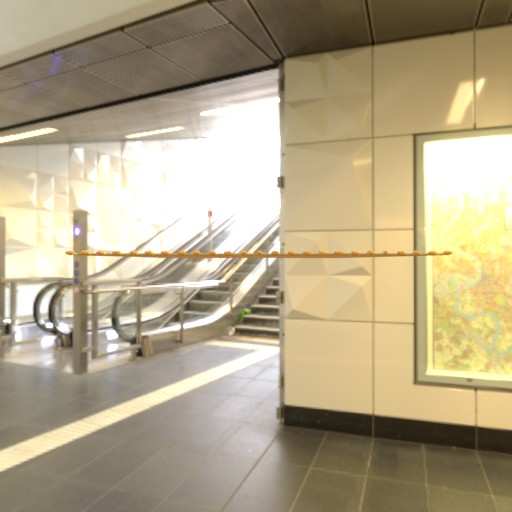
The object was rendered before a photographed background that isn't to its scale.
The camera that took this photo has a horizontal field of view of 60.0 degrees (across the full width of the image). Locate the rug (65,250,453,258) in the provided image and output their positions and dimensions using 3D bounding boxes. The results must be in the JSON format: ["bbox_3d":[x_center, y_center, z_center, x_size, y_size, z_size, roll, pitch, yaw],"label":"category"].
[{"bbox_3d":[0.000,0.000,2.979,1.556,0.022,2.433,0,-1,-1],"label":"rug"}]
